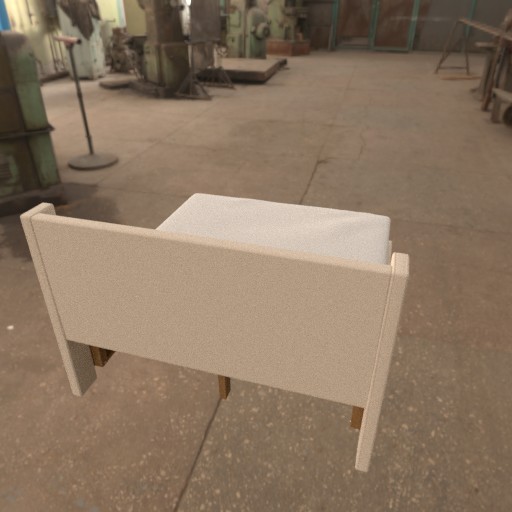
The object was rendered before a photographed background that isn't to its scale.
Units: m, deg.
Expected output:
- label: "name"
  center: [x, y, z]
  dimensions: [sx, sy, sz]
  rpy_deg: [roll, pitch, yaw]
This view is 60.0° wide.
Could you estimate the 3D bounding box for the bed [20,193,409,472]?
- label: "bed"
  center: [0.000, 0.000, 3.570]
  dimensions: [2.145, 1.471, 2.293]
  rpy_deg: [9, 32, 14]
